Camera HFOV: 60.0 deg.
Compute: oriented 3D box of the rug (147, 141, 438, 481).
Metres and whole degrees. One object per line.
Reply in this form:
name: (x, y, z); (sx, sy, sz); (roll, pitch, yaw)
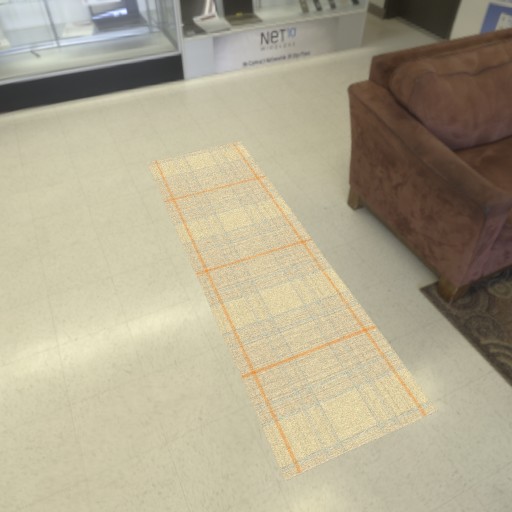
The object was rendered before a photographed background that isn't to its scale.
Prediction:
rug: (0.000, 0.000, 2.690); (0.770, 0.016, 2.442); (-17, 49, -16)
